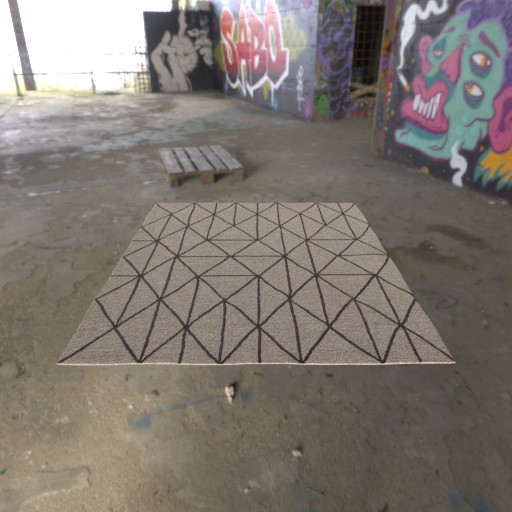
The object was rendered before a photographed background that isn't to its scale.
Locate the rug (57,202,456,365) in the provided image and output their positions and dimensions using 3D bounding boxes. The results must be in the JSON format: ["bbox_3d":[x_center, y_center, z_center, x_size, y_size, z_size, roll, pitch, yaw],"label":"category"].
[{"bbox_3d":[0.000,0.000,4.078,2.468,0.022,3.061,0,25,0],"label":"rug"}]
